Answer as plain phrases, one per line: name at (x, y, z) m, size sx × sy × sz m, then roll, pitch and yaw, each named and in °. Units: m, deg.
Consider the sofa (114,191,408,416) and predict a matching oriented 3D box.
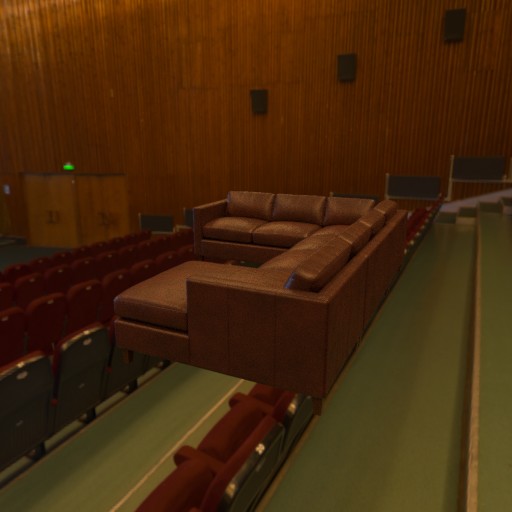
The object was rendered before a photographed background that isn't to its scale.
sofa at (0.000, 0.000, 4.423) m, size 2.452 × 0.891 × 3.324 m, roll 7°, pitch 17°, yaw 25°
